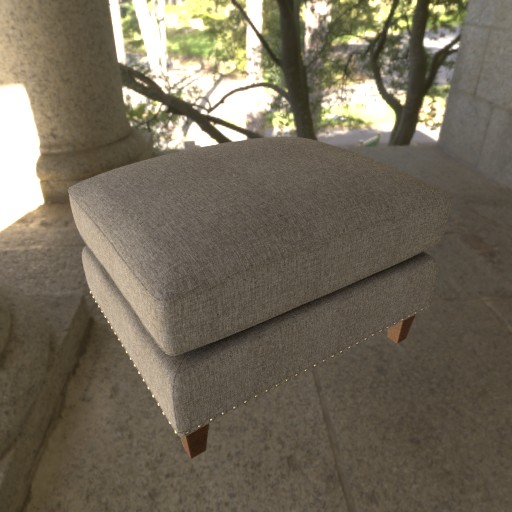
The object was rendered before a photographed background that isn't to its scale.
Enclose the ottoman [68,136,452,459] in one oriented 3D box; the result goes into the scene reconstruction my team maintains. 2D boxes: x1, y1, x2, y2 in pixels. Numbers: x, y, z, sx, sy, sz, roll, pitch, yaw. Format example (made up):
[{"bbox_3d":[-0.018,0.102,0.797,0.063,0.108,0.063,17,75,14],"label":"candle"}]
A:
[{"bbox_3d":[0.000,0.000,1.137,0.741,0.513,0.584,-19,35,-29],"label":"ottoman"}]
